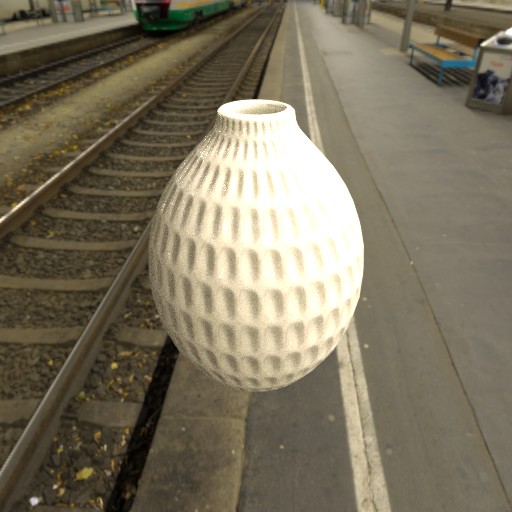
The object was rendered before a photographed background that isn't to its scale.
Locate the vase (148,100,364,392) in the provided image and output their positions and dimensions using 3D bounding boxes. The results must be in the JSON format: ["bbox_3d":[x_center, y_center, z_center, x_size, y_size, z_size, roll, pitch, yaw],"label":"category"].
[{"bbox_3d":[0.000,0.000,0.341,0.162,0.223,0.162,0,31,0],"label":"vase"}]
